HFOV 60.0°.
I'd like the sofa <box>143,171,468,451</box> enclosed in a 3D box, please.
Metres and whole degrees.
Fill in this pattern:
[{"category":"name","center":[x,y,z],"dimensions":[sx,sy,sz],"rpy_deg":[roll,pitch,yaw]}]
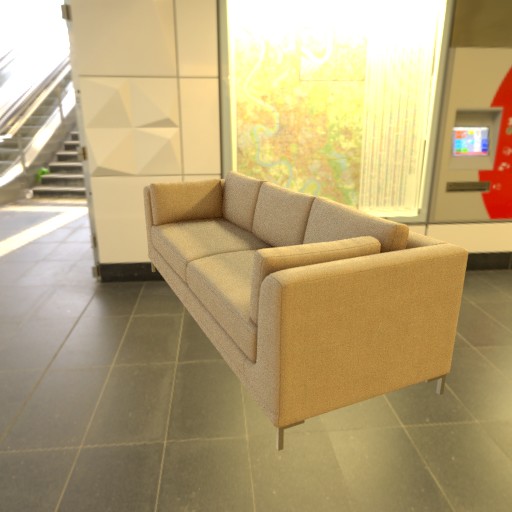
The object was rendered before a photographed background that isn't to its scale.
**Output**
[{"category":"sofa","center":[0.000,0.000,2.906],"dimensions":[0.969,0.867,2.415],"rpy_deg":[-8,20,-24]}]
